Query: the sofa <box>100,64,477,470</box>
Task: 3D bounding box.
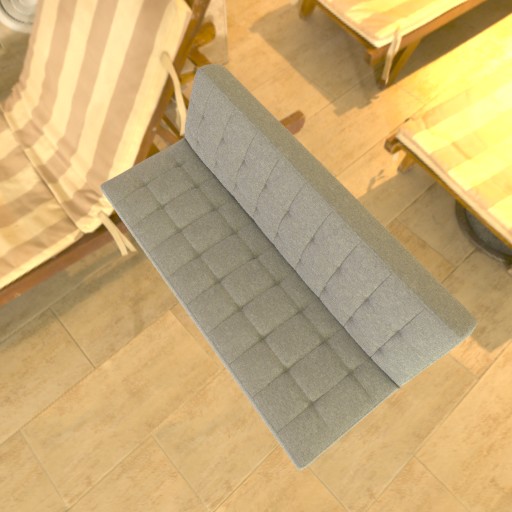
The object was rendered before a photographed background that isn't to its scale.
[{"bbox_3d":[0.000,0.000,2.223,0.860,0.810,1.800,-34,68,-15],"label":"sofa"}]
